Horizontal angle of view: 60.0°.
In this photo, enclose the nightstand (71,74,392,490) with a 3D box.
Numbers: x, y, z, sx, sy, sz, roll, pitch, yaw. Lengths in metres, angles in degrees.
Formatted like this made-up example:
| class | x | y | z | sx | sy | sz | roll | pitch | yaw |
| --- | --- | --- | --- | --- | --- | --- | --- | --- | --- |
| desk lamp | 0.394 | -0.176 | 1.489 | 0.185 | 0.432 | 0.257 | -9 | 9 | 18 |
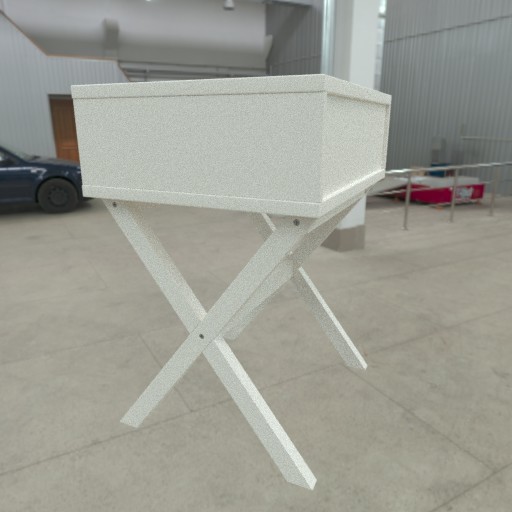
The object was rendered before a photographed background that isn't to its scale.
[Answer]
| class | x | y | z | sx | sy | sz | roll | pitch | yaw |
| --- | --- | --- | --- | --- | --- | --- | --- | --- | --- |
| nightstand | 0.000 | 0.000 | 0.892 | 0.402 | 0.623 | 0.479 | 8 | 18 | 24 |
